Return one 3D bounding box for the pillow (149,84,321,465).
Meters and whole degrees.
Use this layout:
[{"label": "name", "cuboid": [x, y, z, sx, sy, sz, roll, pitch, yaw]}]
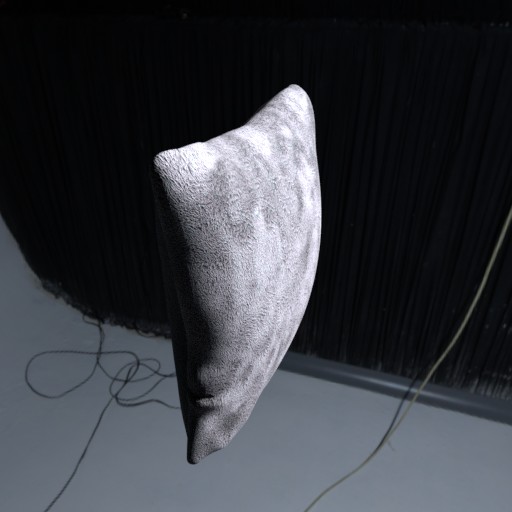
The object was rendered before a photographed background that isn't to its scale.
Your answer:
[{"label": "pillow", "cuboid": [0.000, 0.000, 0.785, 0.204, 0.520, 0.522, 10, 33, 17]}]
